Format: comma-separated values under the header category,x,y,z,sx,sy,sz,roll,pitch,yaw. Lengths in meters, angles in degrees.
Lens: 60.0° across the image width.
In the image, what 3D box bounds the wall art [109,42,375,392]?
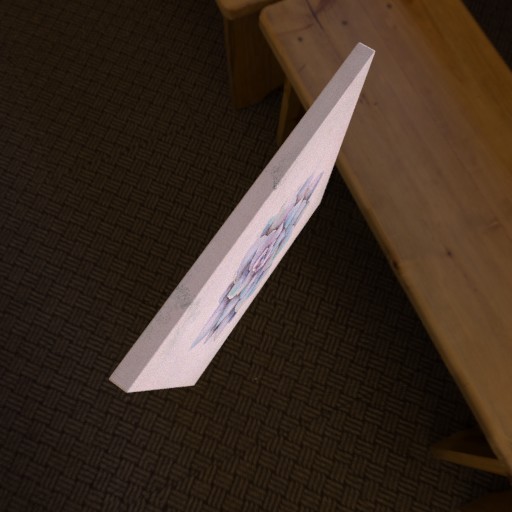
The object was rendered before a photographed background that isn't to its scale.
category,x,y,z,sx,sy,sz,roll,pitch,yaw
wall art,0.000,0.000,1.138,0.038,0.762,0.762,33,77,9
